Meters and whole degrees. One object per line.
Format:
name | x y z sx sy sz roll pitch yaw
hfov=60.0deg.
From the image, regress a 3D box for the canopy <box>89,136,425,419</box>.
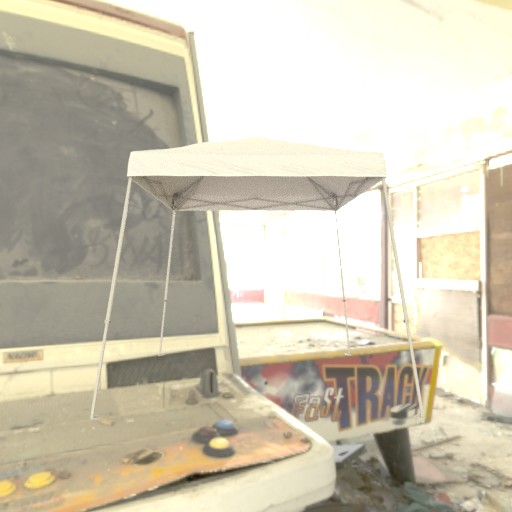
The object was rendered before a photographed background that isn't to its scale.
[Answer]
canopy | 0.000 0.000 6.602 3.600 3.600 3.599 0 -2 -1
